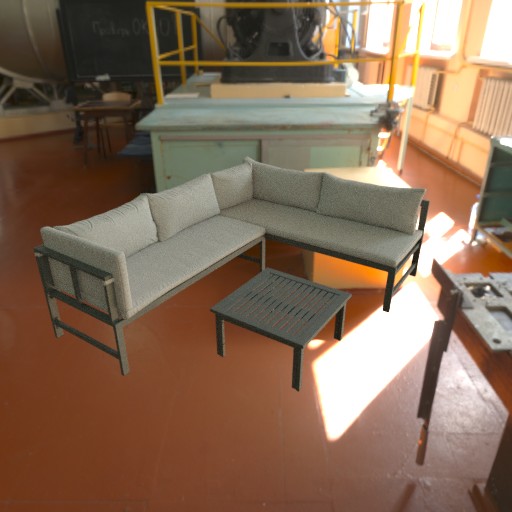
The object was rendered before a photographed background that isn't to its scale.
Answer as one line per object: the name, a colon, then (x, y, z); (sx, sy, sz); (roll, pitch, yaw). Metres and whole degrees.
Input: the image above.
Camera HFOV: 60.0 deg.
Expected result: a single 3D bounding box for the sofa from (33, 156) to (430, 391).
sofa: (0.000, 0.000, 2.989); (1.658, 0.758, 2.096); (17, 31, 30)
